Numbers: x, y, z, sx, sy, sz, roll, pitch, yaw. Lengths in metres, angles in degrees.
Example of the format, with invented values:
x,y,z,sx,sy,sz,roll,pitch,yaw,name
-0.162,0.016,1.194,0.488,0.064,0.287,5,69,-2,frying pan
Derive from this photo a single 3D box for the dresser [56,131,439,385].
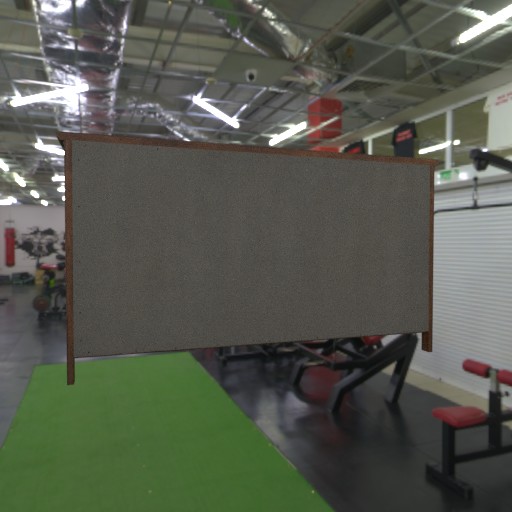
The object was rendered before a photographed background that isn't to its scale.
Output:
x,y,z,sx,sy,sz,roll,pitch,yaw,name
0.000,0.000,1.945,1.551,0.856,0.463,0,1,-18,dresser
